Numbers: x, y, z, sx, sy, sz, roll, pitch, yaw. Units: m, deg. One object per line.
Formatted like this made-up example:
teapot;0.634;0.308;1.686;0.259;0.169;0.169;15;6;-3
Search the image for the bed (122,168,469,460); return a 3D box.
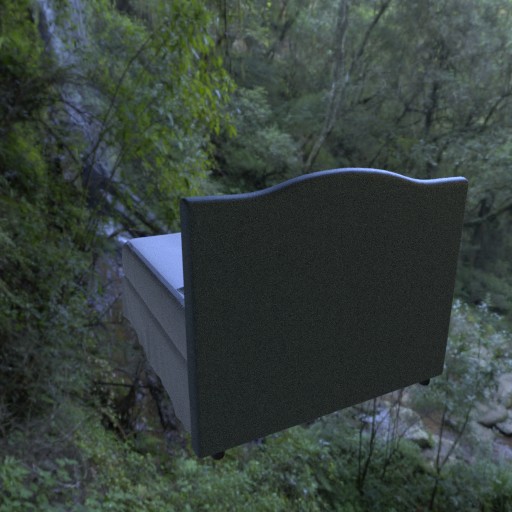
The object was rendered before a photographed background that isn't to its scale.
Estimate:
bed;0.000;0.000;3.306;1.753;1.460;2.143;-8;18;-26
